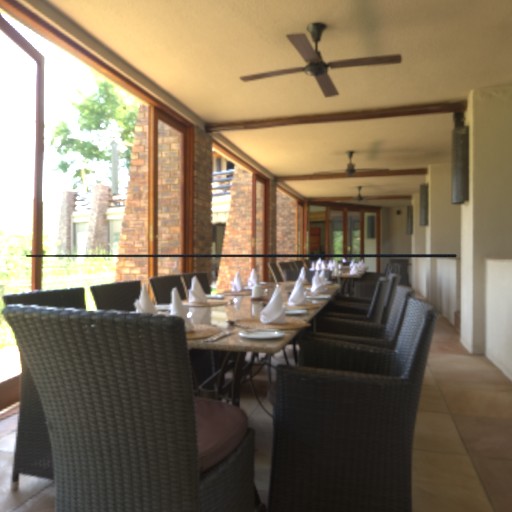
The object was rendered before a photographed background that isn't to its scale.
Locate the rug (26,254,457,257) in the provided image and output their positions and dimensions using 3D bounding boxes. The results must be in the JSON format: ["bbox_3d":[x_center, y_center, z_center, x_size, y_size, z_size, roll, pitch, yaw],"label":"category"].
[{"bbox_3d":[0.000,0.000,2.901,2.290,0.014,1.526,0,0,19],"label":"rug"}]
